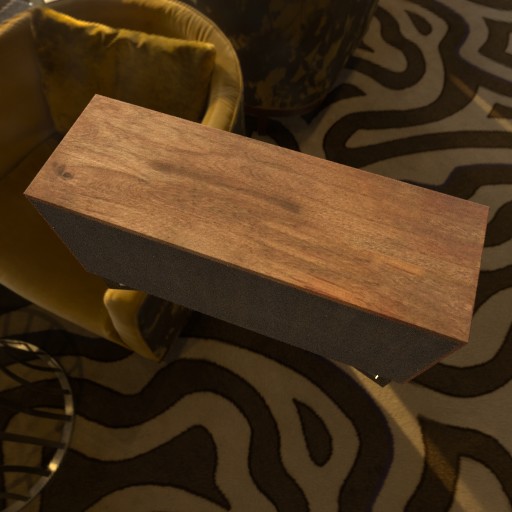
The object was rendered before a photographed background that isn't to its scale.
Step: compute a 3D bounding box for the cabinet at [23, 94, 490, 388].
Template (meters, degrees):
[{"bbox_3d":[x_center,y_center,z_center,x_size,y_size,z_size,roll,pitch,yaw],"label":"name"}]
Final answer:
[{"bbox_3d":[0.000,0.000,1.741,1.373,0.812,0.480,18,65,9],"label":"cabinet"}]
